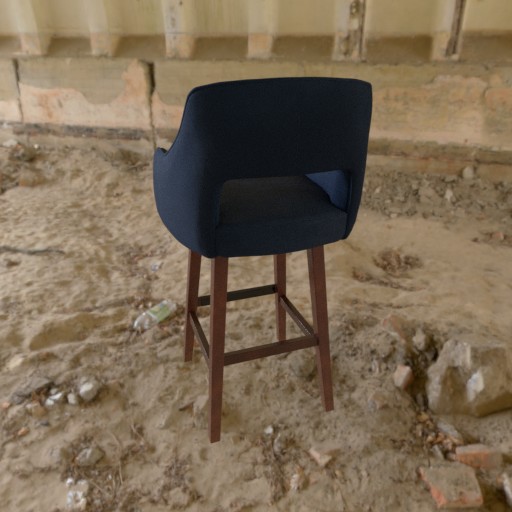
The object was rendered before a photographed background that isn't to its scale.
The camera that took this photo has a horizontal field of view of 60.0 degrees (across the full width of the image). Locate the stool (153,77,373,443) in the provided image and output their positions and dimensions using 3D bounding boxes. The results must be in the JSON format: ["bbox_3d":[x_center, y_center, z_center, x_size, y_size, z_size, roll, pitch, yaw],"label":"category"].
[{"bbox_3d":[0.000,0.000,1.358,0.550,1.041,0.560,-8,26,-18],"label":"stool"}]
